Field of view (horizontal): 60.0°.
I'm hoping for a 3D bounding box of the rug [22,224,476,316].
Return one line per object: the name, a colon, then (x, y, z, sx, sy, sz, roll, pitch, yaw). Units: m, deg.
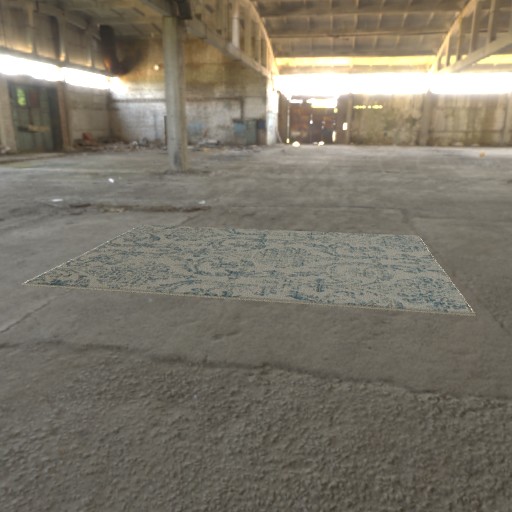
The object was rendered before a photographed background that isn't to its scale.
rug: (0.000, 0.000, 2.323, 1.831, 0.012, 1.213, 3, 17, 10)
